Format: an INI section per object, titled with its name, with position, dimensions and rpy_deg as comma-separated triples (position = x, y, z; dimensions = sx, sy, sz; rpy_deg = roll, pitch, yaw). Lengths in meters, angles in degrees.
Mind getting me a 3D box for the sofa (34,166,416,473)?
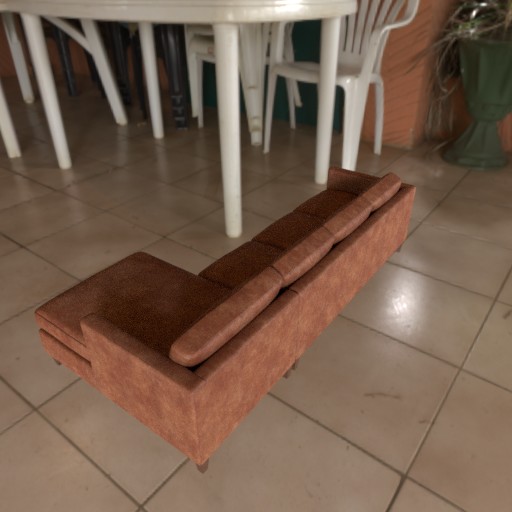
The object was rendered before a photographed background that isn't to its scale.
[sofa]
position = 0.000, 0.000, 3.817
dimensions = 1.581, 0.883, 3.203
rpy_deg = 21, 38, 30
